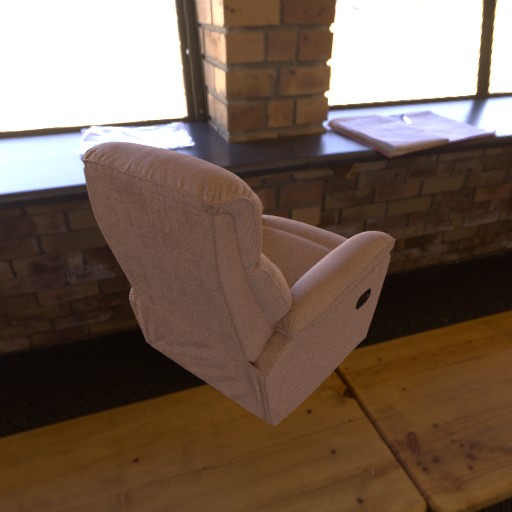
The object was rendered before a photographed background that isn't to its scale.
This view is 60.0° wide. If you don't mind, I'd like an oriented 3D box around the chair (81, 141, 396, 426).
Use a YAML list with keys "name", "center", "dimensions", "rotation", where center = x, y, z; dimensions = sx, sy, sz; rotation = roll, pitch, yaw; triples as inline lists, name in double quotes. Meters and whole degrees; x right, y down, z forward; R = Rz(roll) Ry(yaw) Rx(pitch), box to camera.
- name: "chair"
  center: [0.000, 0.000, 1.747]
  dimensions: [0.820, 1.037, 1.004]
  rotation: [22, 37, 33]
